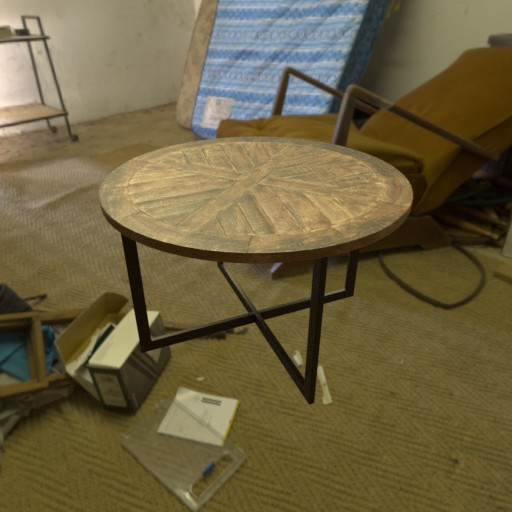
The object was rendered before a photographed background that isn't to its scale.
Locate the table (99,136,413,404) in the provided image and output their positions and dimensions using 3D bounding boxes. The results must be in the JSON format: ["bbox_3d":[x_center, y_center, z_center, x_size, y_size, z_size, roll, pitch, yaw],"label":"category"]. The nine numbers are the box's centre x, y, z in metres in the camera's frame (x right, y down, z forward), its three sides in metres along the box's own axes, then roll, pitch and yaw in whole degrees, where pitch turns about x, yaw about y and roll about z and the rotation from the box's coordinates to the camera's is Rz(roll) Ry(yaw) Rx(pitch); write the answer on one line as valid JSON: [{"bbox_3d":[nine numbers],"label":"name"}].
[{"bbox_3d":[0.000,0.000,2.053,1.264,0.762,1.264,0,30,0],"label":"table"}]
